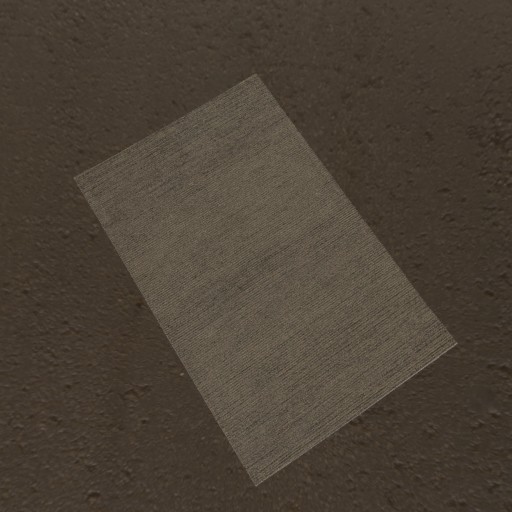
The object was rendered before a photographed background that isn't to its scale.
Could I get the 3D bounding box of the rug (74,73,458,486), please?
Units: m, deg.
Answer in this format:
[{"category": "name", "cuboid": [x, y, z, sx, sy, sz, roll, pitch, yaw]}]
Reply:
[{"category": "rug", "cuboid": [0.000, 0.000, 2.216, 1.149, 0.021, 1.773, -32, 78, -8]}]
